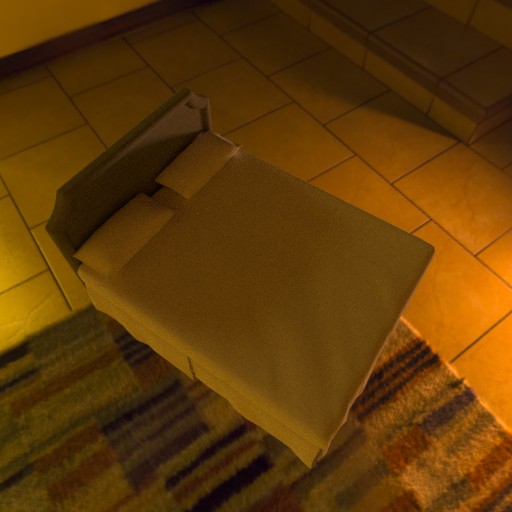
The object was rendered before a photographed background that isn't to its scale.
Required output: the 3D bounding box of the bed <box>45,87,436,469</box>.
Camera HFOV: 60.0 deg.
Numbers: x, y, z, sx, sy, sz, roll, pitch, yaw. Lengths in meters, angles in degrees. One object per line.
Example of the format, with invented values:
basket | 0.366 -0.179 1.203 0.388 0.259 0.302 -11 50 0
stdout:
bed | 0.000 0.000 3.578 2.464 1.306 1.977 30 62 18
